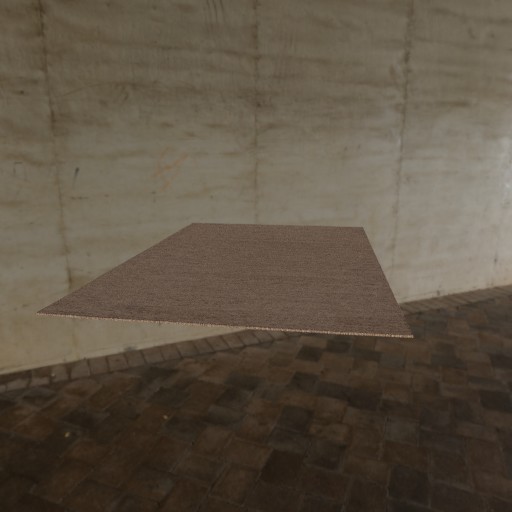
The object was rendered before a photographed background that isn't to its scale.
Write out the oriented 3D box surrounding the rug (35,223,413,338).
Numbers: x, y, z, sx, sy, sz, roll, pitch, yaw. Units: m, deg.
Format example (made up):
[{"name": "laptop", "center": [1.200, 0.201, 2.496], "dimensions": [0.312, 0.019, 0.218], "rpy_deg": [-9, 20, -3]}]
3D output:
[{"name": "rug", "center": [0.000, 0.000, 2.286], "dimensions": [1.225, 0.013, 1.840], "rpy_deg": [2, 14, 8]}]
